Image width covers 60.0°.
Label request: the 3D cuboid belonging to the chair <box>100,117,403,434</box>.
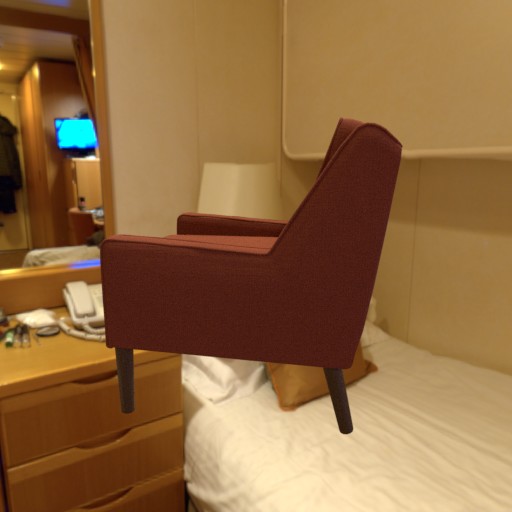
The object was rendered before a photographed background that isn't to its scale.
[{"bbox_3d":[0.000,0.000,1.424,0.770,0.812,0.680,2,12,9],"label":"chair"}]
